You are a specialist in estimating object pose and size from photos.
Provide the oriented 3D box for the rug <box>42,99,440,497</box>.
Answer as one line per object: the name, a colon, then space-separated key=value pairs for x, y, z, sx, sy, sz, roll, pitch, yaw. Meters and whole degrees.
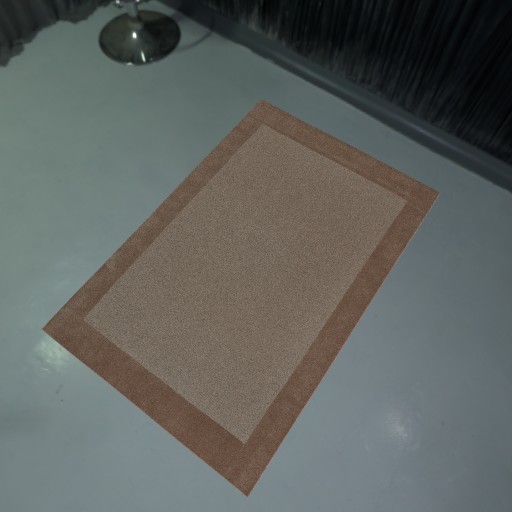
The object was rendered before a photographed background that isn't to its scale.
rug: x=0.000 y=0.000 z=2.292 sx=1.219 sy=0.014 sz=1.829 roll=32 pitch=68 yaw=15
